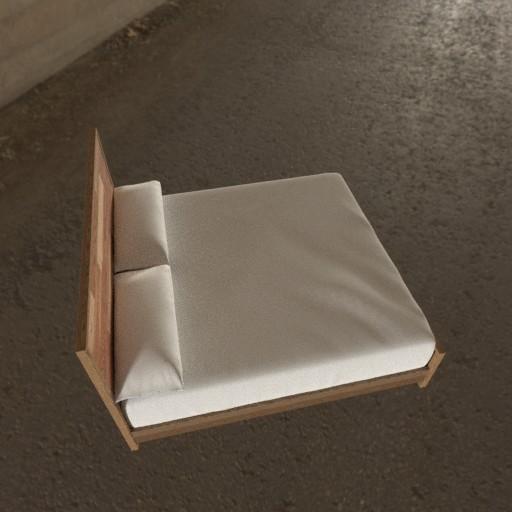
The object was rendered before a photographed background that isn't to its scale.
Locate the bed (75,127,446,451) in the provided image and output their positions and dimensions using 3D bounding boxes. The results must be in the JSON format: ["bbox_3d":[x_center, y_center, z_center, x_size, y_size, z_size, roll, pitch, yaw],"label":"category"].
[{"bbox_3d":[0.000,0.000,3.385,2.184,1.295,2.013,-9,48,-8],"label":"bed"}]
